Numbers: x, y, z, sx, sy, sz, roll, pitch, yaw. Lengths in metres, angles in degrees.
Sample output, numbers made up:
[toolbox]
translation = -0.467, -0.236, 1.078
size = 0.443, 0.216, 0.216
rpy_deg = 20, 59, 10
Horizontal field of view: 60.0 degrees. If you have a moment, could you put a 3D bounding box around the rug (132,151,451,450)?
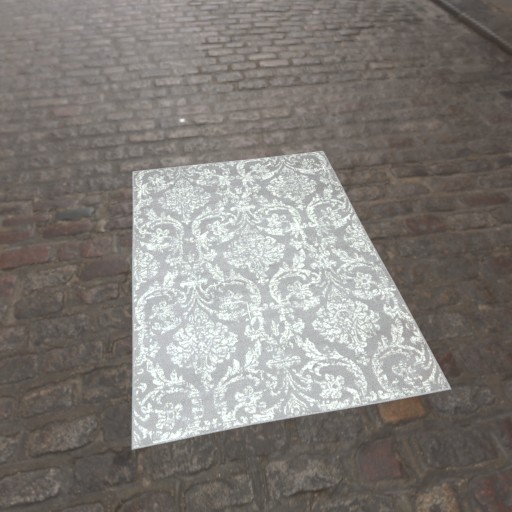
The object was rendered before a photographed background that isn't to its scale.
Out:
[rug]
translation = 0.000, 0.000, 2.876
size = 1.578, 0.014, 2.206
rpy_deg = -8, 46, -8
